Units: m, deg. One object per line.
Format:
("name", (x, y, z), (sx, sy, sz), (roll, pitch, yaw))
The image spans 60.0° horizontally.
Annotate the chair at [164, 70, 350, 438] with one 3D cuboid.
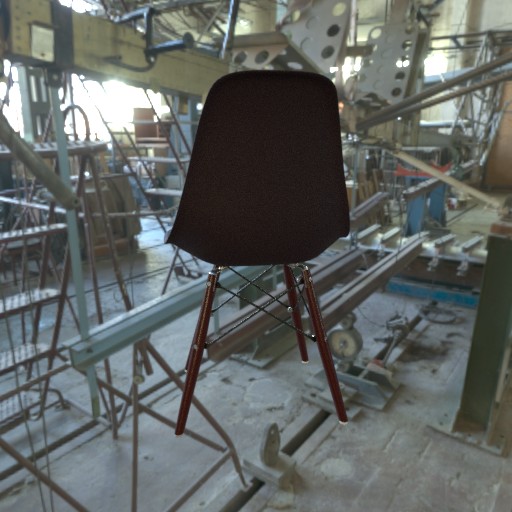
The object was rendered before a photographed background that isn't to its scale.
("chair", (0.000, 0.000, 1.150), (0.470, 0.826, 0.533), (-2, 15, -9))
